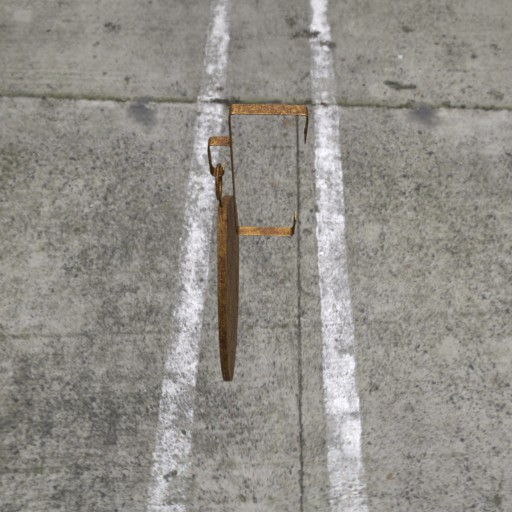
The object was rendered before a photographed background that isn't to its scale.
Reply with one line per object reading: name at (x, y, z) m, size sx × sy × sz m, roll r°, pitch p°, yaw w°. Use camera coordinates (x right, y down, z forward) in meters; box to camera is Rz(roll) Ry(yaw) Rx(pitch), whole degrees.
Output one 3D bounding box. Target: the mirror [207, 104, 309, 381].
mirror at (0.000, 0.000, 0.914) m, size 0.144 × 0.744 × 0.405 m, roll 1°, pitch 58°, yaw 1°
